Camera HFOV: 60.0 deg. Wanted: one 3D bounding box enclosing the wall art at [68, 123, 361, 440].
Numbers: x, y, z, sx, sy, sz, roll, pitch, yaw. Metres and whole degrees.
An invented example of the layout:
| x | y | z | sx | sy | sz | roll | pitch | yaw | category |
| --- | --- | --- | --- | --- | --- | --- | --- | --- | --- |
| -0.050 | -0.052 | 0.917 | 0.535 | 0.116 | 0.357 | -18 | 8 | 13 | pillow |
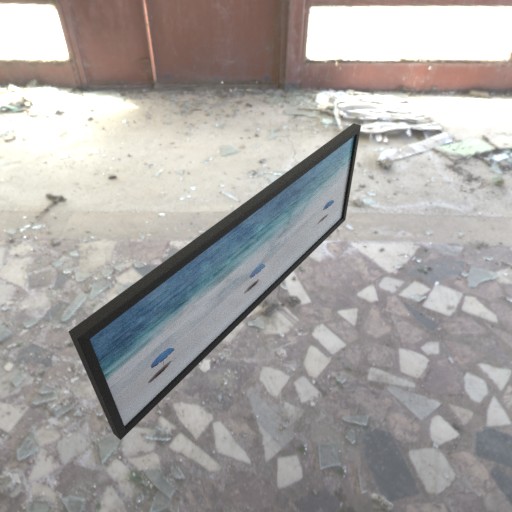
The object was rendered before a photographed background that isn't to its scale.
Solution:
| x | y | z | sx | sy | sz | roll | pitch | yaw | category |
| --- | --- | --- | --- | --- | --- | --- | --- | --- | --- |
| 0.000 | 0.000 | 1.806 | 0.041 | 0.554 | 1.572 | 27 | 48 | 27 | wall art |
